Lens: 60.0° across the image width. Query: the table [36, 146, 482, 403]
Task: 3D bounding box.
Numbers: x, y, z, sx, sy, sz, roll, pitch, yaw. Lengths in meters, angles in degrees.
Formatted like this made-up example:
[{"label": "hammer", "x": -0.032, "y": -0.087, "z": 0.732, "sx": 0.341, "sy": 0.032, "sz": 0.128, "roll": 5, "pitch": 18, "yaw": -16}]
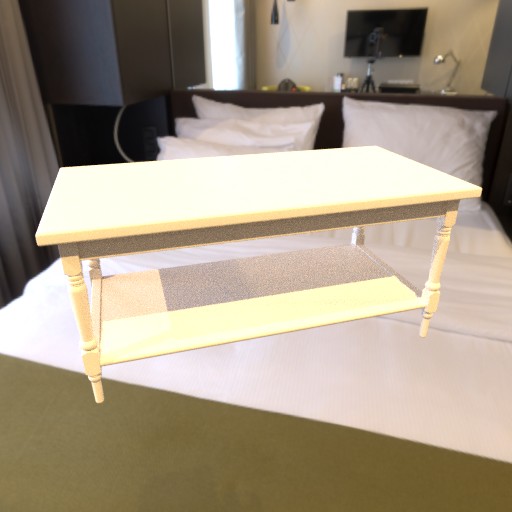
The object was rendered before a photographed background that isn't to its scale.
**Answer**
[{"label": "table", "x": 0.000, "y": 0.000, "z": 1.395, "sx": 1.107, "sy": 0.510, "sz": 0.550, "roll": -8, "pitch": 27, "yaw": -15}]
